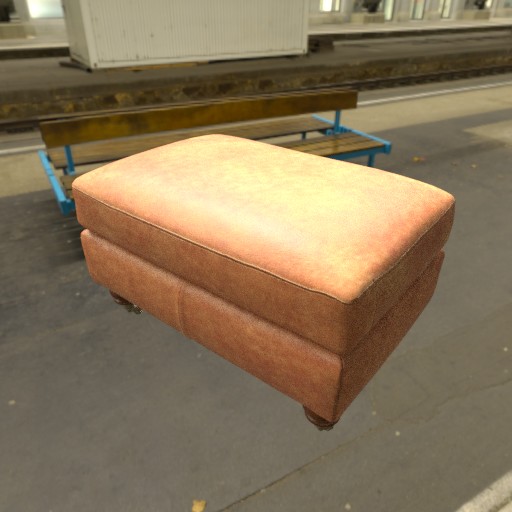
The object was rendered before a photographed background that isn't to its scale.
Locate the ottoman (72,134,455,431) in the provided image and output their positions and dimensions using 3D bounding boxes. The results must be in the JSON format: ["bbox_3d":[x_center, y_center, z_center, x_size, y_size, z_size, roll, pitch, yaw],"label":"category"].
[{"bbox_3d":[0.000,0.000,1.195,0.852,0.507,0.565,22,37,32],"label":"ottoman"}]
